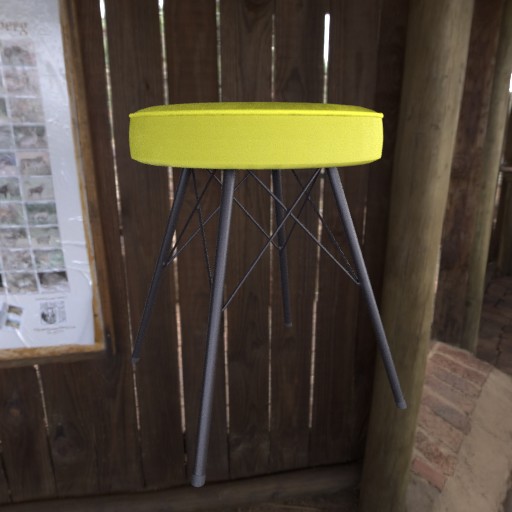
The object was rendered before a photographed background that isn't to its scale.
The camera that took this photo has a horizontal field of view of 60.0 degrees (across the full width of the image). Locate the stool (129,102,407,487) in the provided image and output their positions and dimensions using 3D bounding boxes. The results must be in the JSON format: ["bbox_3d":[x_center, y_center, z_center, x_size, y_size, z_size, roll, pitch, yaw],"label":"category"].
[{"bbox_3d":[0.000,0.000,0.796,0.409,0.508,0.409,-8,18,-26],"label":"stool"}]
